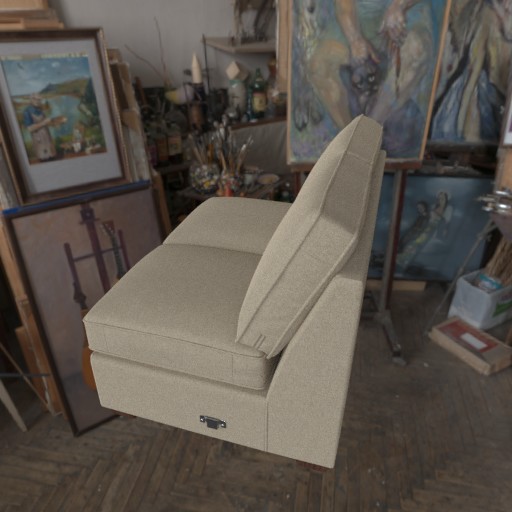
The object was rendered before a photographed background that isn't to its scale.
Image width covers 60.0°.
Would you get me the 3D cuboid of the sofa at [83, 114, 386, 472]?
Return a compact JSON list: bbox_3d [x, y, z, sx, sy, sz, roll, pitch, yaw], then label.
[{"bbox_3d":[0.000,0.000,1.927,0.951,1.008,1.237,9,31,15],"label":"sofa"}]
